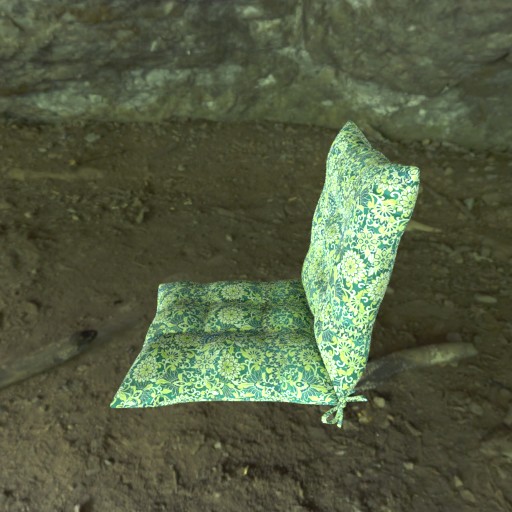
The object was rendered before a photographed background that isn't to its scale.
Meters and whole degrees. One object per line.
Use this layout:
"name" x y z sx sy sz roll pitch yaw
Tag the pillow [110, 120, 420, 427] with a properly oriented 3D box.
"pillow" 0.000 0.000 1.018 0.585 0.536 0.541 0 26 0
